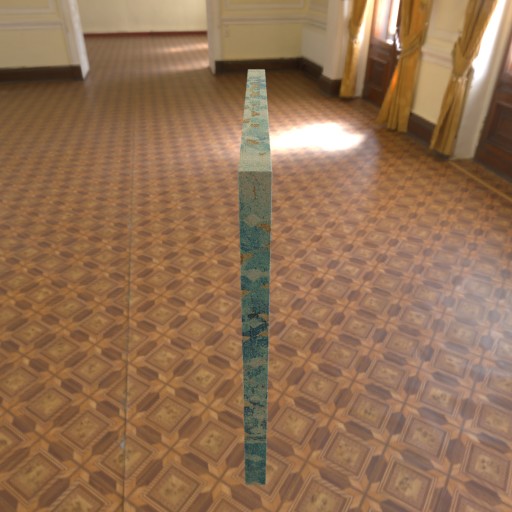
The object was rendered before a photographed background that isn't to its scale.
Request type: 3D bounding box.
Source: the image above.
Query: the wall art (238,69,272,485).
[{"bbox_3d":[0.000,0.000,0.906,0.040,0.609,0.609,0,33,0],"label":"wall art"}]
